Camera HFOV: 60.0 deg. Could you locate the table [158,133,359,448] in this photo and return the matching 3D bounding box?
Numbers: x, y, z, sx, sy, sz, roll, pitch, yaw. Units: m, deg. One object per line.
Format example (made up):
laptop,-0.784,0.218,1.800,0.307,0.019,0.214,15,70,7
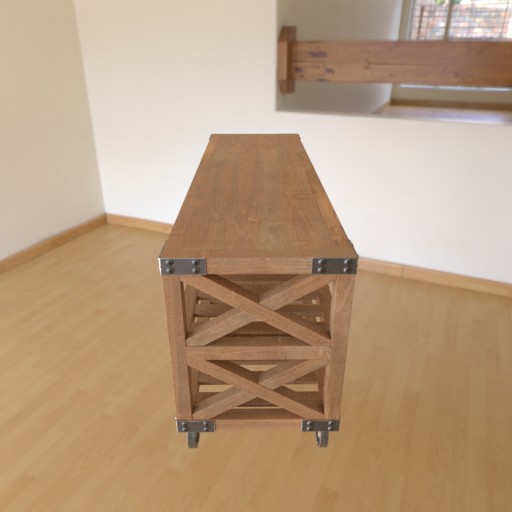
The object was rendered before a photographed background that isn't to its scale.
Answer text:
table,0.000,0.000,1.823,0.467,0.711,1.487,0,26,0
